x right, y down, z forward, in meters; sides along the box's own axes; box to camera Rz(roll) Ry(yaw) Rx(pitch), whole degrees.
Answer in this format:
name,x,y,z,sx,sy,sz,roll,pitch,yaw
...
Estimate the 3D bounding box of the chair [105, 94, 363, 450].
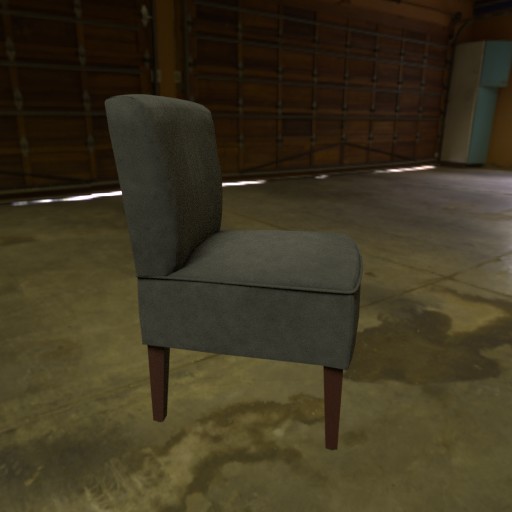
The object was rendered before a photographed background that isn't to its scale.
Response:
name,x,y,z,sx,sy,sz,roll,pitch,yaw
chair,0.000,0.000,1.188,0.554,0.806,0.521,3,17,9
